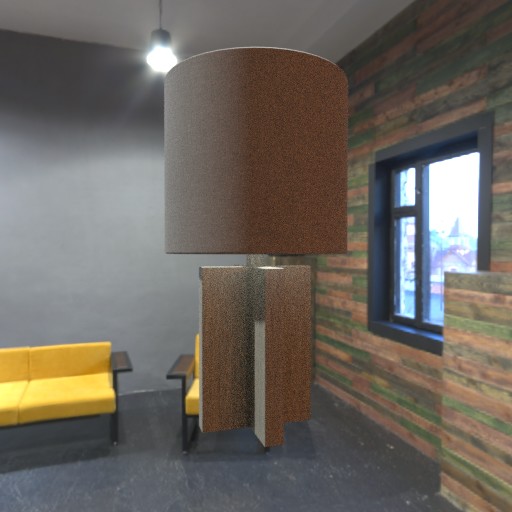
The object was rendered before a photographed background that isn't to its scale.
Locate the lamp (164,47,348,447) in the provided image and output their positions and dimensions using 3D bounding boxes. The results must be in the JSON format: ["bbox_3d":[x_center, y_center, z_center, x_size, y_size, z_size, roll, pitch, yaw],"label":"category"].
[{"bbox_3d":[0.000,0.000,0.566,0.229,0.428,0.229,0,1,-17],"label":"lamp"}]
